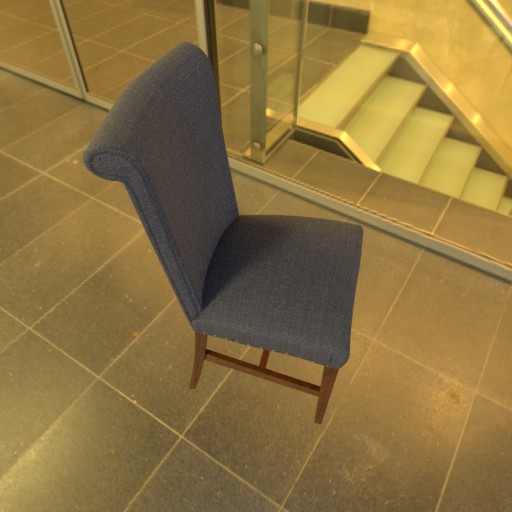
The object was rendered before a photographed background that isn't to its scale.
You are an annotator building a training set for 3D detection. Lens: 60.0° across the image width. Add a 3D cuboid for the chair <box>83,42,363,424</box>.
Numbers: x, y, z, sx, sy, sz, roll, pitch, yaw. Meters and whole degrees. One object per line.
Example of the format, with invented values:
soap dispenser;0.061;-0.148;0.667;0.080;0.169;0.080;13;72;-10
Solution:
chair;0.000;0.000;1.298;0.608;0.988;0.513;10;48;9
